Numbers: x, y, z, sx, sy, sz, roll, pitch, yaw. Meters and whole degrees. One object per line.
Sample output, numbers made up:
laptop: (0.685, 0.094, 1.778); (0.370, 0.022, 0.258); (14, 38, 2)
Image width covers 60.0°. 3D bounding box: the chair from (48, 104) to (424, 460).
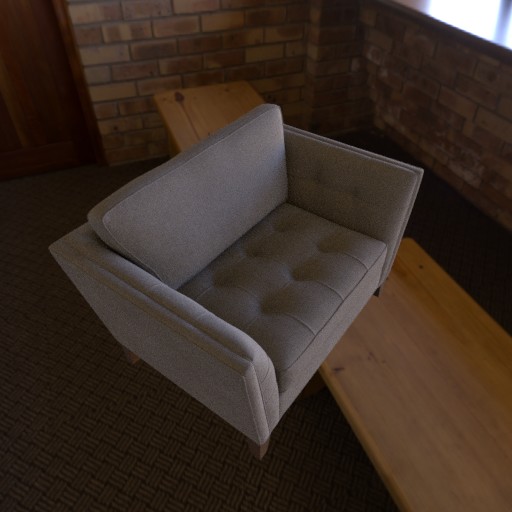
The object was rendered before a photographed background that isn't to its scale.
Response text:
chair: (0.000, 0.000, 2.098); (0.965, 0.942, 1.396); (27, 49, 26)
